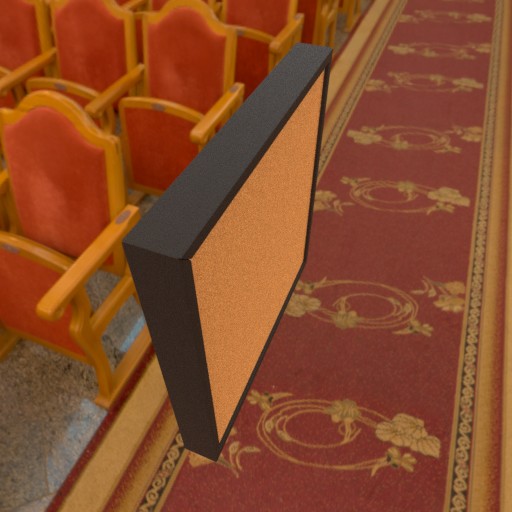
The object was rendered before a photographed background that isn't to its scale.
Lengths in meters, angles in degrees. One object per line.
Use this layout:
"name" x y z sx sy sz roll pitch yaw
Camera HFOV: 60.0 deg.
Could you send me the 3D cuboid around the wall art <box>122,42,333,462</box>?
"wall art" 0.000 0.000 0.447 0.037 0.305 0.305 16 49 15
